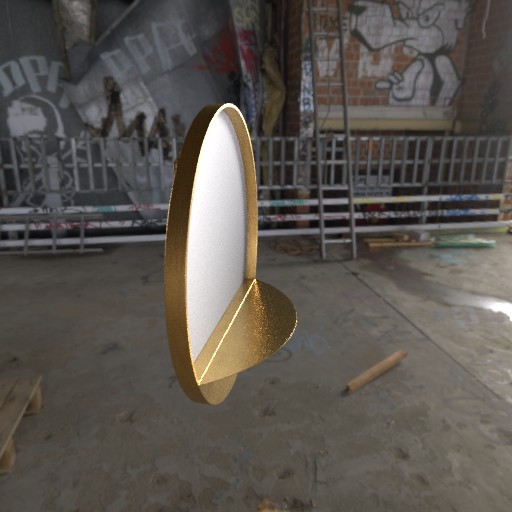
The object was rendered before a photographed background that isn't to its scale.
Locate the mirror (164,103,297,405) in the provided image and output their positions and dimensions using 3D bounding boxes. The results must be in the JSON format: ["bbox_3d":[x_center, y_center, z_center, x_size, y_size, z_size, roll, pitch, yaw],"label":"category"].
[{"bbox_3d":[0.000,0.000,0.703,0.133,0.457,0.457,3,17,10],"label":"mirror"}]
